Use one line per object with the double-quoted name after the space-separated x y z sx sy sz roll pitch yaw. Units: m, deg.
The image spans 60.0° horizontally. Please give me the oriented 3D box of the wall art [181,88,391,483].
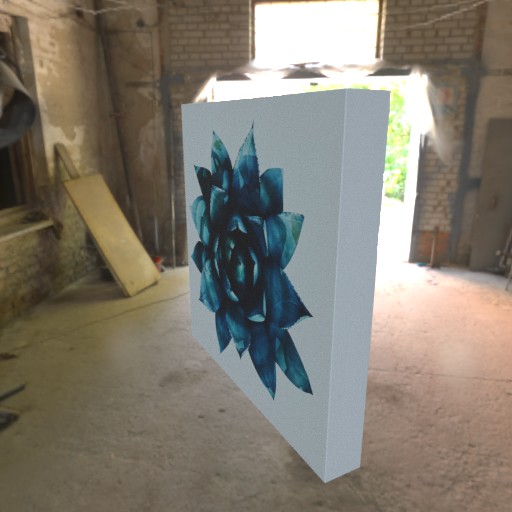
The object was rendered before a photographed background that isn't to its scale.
0.000 0.000 0.457 0.038 0.305 0.305 -9 19 -27 "wall art"
